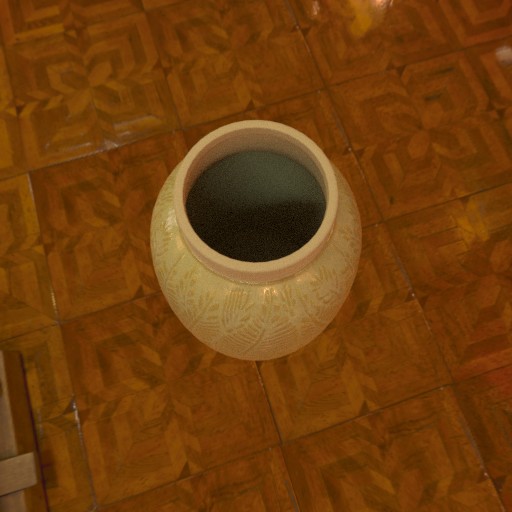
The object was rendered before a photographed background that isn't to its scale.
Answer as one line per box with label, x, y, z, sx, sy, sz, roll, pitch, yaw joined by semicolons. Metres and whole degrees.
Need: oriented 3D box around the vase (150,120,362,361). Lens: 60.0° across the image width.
vase;0.000;0.000;0.386;0.172;0.270;0.172;0;74;0
